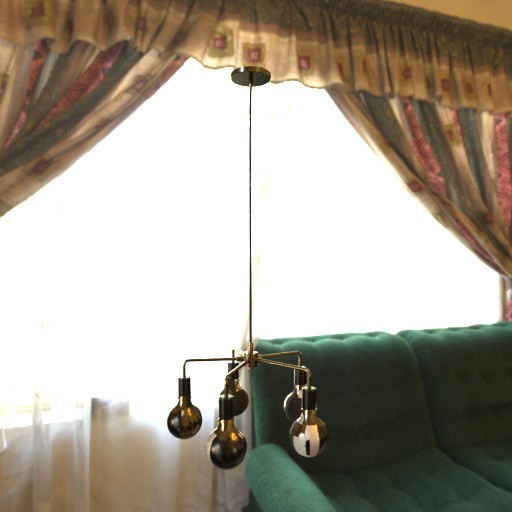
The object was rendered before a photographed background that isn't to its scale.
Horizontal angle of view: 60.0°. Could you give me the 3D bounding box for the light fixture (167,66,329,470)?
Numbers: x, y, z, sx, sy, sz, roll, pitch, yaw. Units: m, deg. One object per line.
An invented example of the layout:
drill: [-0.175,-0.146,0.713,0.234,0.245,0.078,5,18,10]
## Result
light fixture: [0.000,0.000,1.216,0.421,0.988,0.438,0,0,-36]
